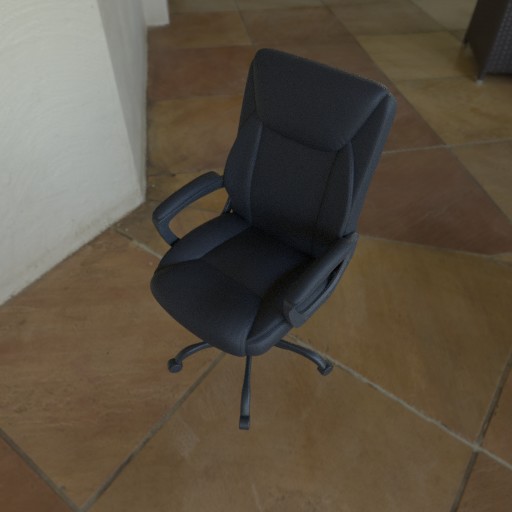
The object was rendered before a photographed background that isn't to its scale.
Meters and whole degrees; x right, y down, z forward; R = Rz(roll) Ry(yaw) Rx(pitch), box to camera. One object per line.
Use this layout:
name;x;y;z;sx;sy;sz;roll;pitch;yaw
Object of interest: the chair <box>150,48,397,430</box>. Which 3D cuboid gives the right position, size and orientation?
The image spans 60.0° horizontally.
chair;0.000;0.000;1.445;0.615;1.072;0.655;31;53;26
